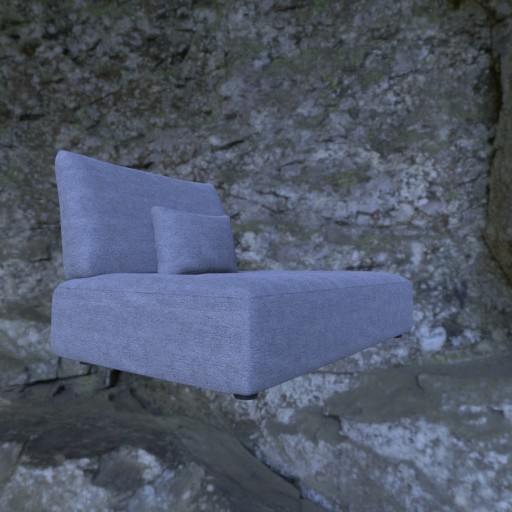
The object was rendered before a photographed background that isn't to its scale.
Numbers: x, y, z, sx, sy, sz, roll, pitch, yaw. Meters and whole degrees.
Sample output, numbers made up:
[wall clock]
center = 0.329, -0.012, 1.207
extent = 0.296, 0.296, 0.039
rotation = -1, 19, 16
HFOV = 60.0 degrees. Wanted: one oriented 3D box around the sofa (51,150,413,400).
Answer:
[sofa]
center = 0.000, 0.000, 2.007
extent = 1.002, 0.820, 1.450
rotation = -1, -1, 36
